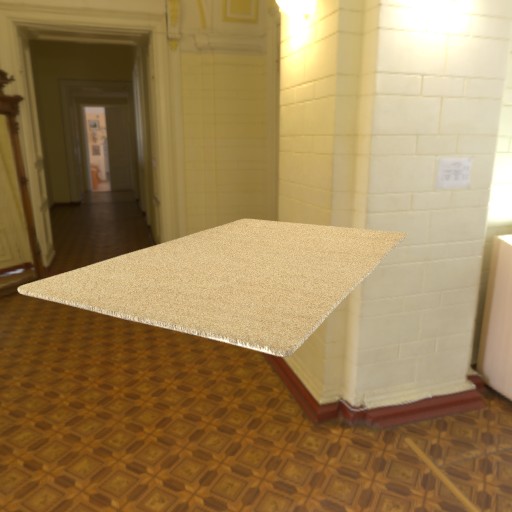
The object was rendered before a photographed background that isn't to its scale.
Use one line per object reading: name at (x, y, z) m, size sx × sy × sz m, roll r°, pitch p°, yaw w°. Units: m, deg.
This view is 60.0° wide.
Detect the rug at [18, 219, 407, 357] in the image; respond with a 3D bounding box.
rug at (0.000, 0.000, 2.878) m, size 1.500 × 0.026 × 2.349 m, roll 8°, pitch 16°, yaw 27°
